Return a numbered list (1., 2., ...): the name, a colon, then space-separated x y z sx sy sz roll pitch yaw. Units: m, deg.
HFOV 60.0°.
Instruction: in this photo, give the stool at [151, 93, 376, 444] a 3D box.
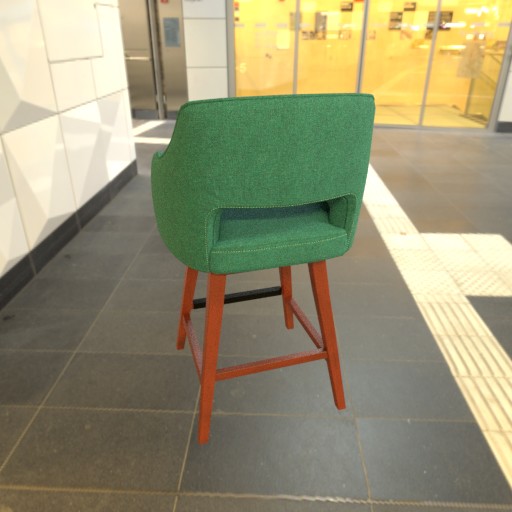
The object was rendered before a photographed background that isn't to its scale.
1. stool: 0.000 0.000 1.311 0.548 0.961 0.556 -8 28 -15
